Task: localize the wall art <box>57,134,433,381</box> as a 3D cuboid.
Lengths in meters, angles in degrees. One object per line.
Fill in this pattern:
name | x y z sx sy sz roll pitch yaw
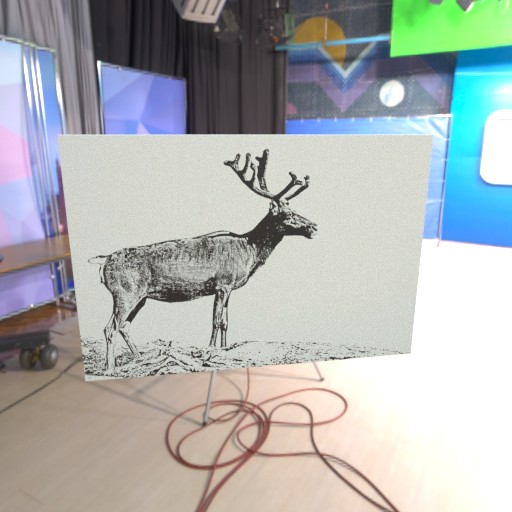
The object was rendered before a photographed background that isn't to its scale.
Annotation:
wall art | 0.000 0.000 0.784 0.608 0.414 0.042 -3 16 -9
